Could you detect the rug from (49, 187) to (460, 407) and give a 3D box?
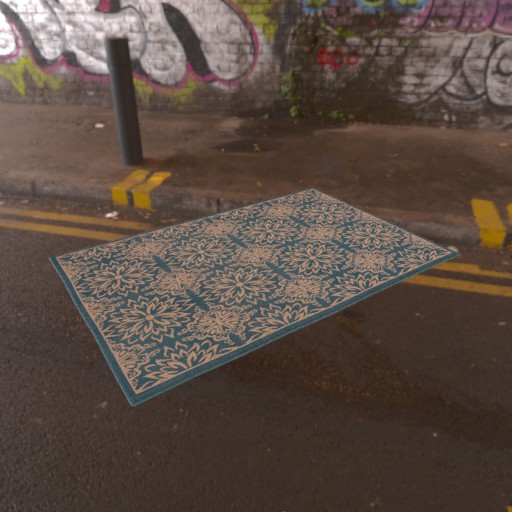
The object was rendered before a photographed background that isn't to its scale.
[{"bbox_3d":[0.000,0.000,2.361,1.833,0.012,1.211,-19,35,-29],"label":"rug"}]
